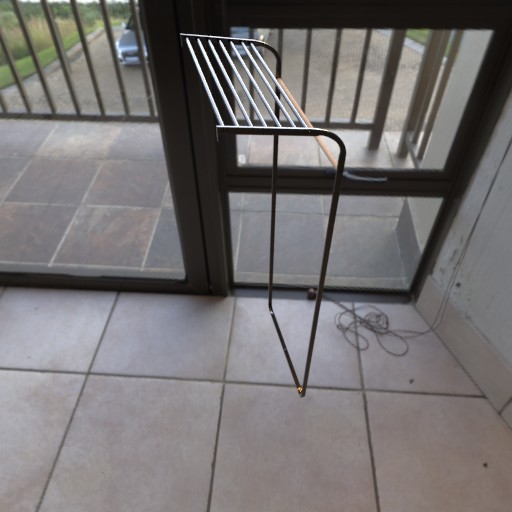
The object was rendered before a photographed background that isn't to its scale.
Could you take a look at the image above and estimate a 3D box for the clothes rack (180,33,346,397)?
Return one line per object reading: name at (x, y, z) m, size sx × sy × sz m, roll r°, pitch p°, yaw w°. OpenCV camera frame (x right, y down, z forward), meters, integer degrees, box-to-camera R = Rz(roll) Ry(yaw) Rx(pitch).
clothes rack at (0.000, 0.000, 1.837) m, size 0.349 × 1.574 × 0.609 m, roll -11°, pitch 47°, yaw -10°
